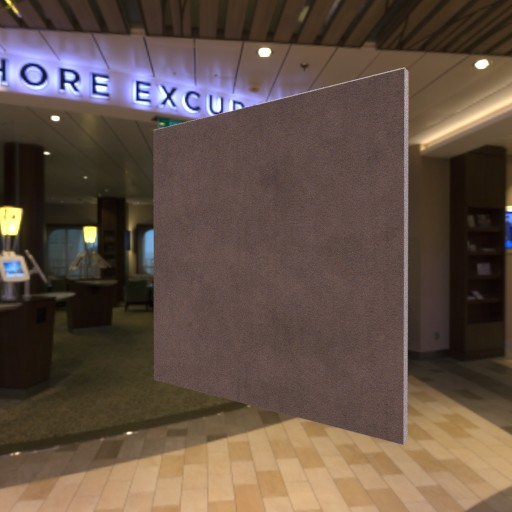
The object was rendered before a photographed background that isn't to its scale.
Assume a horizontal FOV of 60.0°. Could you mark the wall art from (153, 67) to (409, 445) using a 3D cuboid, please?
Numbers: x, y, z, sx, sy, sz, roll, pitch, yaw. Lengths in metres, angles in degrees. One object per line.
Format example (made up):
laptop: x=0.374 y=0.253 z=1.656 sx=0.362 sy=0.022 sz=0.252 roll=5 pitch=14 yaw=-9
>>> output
wall art: x=0.000 y=0.000 z=0.983 sx=0.664 sy=0.661 sz=0.020 roll=0 pitch=1 yaw=37
